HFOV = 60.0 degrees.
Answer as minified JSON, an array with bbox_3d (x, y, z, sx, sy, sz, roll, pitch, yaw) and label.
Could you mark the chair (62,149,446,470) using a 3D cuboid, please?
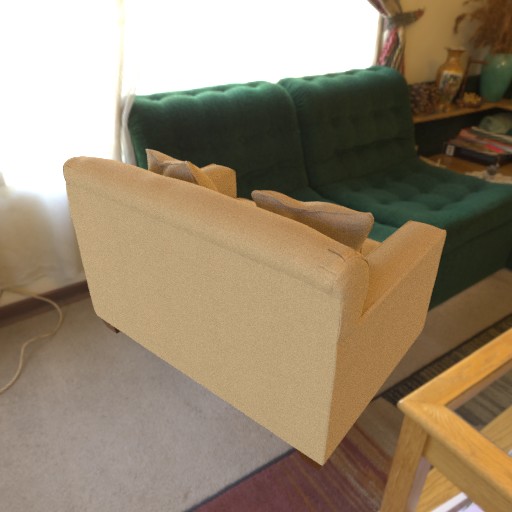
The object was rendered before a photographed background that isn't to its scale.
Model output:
[{"bbox_3d":[0.000,0.000,2.043,1.383,0.948,1.000,22,37,33],"label":"chair"}]
